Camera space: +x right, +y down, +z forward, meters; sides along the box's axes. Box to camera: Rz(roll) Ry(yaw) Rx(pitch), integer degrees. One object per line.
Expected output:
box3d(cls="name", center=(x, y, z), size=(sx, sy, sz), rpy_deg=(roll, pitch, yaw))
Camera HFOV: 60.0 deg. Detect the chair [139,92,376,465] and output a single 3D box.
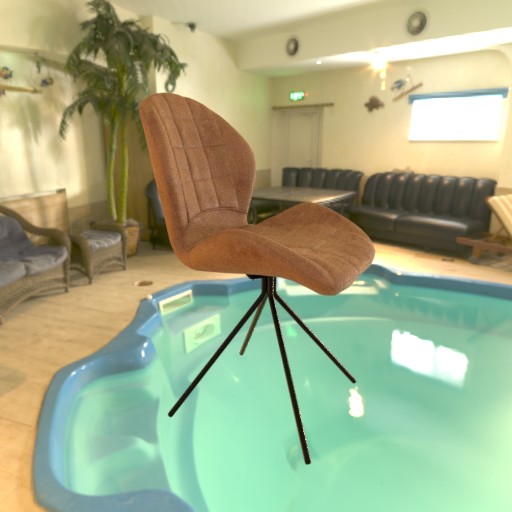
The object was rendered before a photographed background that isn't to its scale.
box3d(cls="chair", center=(0.000, 0.000, 1.305), size=(0.640, 0.929, 0.527), rpy_deg=(8, 17, 26))
